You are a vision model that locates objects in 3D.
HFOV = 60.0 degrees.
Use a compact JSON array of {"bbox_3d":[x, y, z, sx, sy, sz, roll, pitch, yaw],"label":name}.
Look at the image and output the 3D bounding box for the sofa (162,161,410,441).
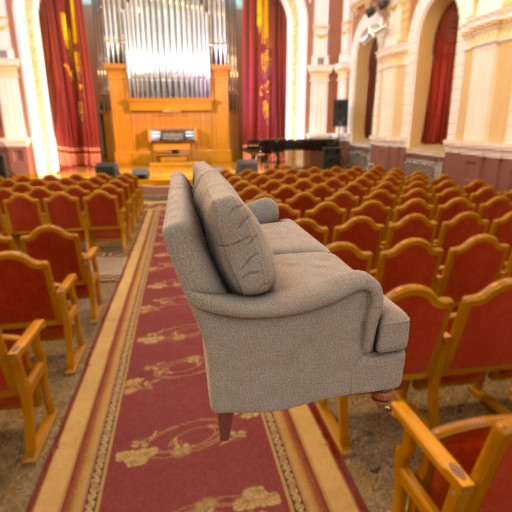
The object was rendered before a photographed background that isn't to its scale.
[{"bbox_3d":[0.000,0.000,2.852,1.069,1.096,2.193,-3,16,-9],"label":"sofa"}]
